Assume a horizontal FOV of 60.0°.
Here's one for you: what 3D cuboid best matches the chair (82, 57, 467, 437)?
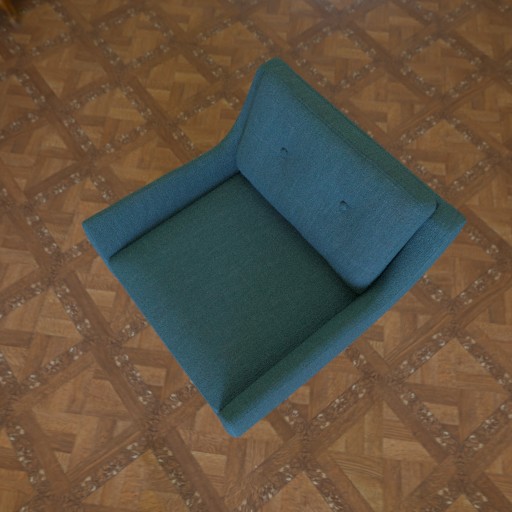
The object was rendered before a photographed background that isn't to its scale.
[{"bbox_3d":[0.000,0.000,1.540,0.849,0.828,0.847,-36,70,-16],"label":"chair"}]
